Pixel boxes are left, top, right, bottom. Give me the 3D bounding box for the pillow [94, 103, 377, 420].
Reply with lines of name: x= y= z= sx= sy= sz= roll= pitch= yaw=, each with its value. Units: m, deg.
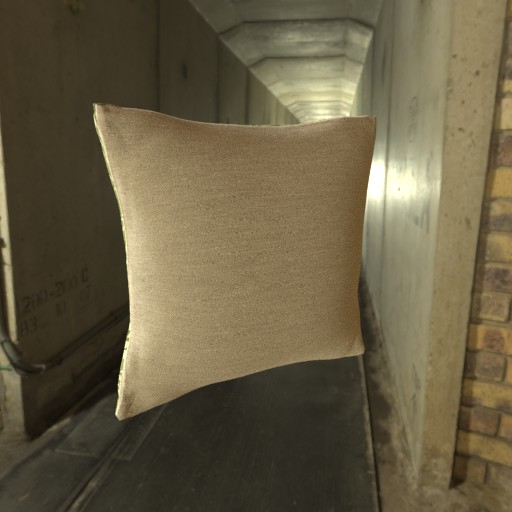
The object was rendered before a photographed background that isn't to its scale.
pillow: x=0.000 y=0.000 z=0.665 sx=0.440 sy=0.419 sz=0.162 roll=-7 pitch=16 yaw=-26
